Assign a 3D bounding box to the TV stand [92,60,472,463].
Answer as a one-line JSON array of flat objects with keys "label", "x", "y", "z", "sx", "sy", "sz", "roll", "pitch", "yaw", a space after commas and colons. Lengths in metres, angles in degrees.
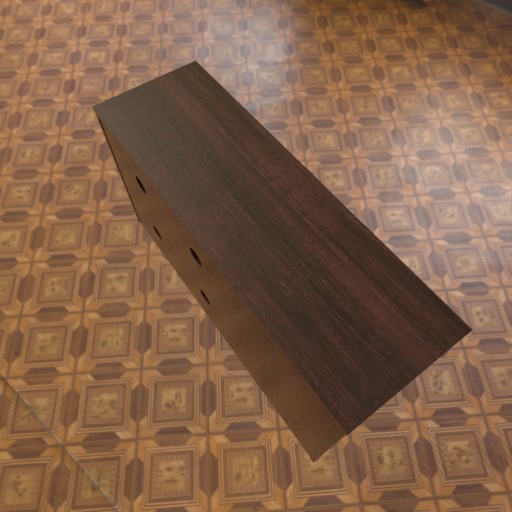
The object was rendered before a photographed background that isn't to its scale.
[{"label": "TV stand", "x": 0.000, "y": 0.000, "z": 1.471, "sx": 0.404, "sy": 0.614, "sz": 1.192, "roll": -32, "pitch": 65, "yaw": -17}]
